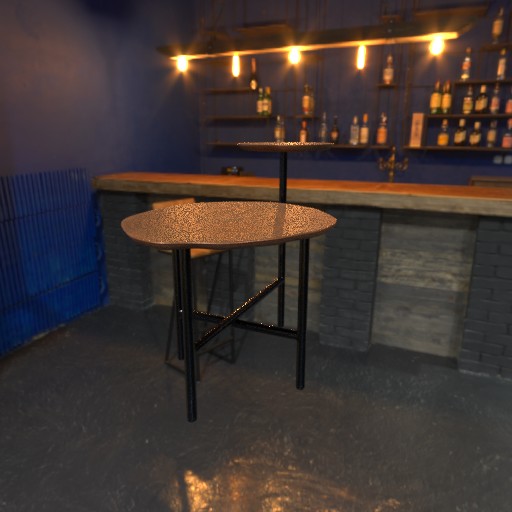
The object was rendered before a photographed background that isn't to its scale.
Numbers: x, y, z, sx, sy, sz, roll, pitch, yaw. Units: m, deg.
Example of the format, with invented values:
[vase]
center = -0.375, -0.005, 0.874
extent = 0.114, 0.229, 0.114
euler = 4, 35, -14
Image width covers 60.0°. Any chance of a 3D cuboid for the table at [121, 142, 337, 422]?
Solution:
[table]
center = 0.000, 0.000, 1.109
extent = 0.442, 0.538, 0.759
euler = 7, 17, 24
